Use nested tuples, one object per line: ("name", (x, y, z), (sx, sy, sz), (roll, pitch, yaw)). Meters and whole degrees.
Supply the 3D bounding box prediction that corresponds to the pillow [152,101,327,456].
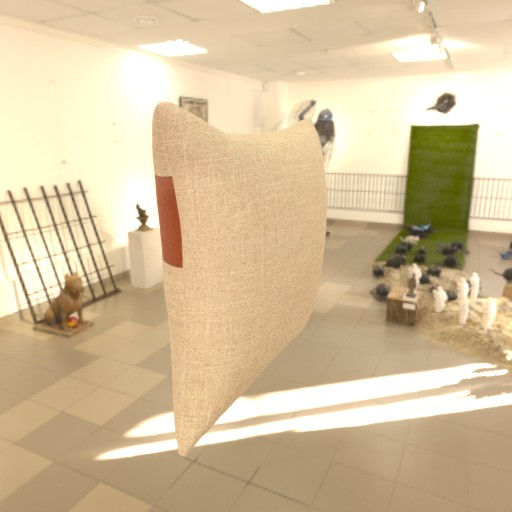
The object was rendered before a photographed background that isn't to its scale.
("pillow", (0.000, 0.000, 0.645), (0.173, 0.399, 0.414), (7, 17, 25))
